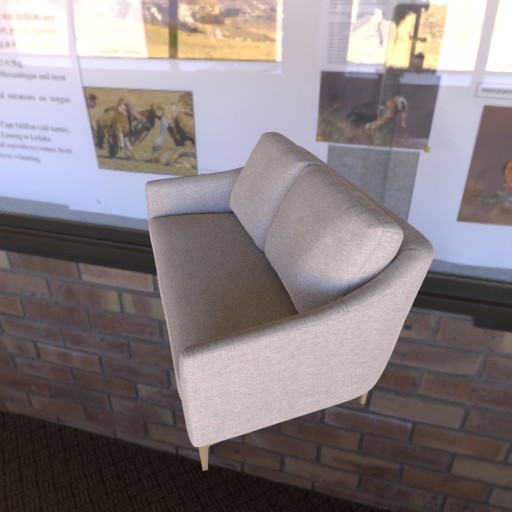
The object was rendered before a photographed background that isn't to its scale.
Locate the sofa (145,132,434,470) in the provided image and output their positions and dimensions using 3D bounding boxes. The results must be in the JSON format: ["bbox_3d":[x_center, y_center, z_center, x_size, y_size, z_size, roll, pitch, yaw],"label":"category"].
[{"bbox_3d":[0.000,0.000,2.184,0.960,0.904,1.619,-8,30,-14],"label":"sofa"}]
